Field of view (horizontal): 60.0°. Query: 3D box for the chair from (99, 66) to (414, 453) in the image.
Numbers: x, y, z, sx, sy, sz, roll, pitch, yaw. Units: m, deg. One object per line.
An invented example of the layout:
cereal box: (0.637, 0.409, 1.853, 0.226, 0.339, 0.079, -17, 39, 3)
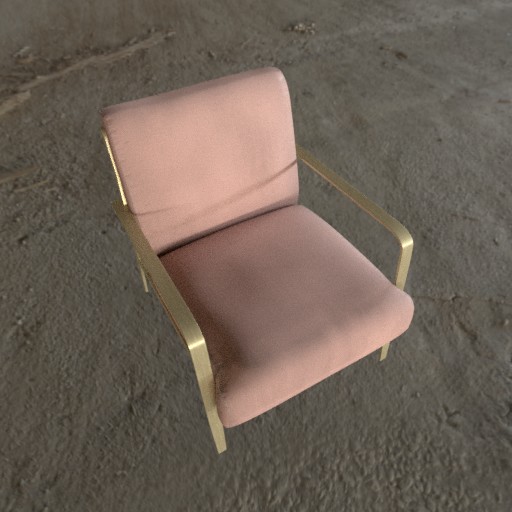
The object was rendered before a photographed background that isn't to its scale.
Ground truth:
chair: (0.000, 0.000, 1.445, 0.701, 0.823, 0.848, -23, 51, -20)
